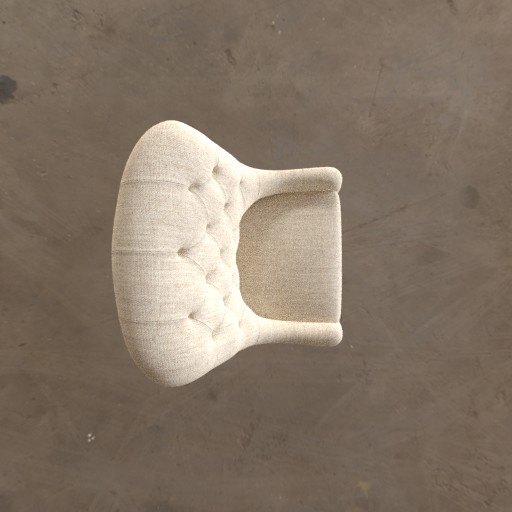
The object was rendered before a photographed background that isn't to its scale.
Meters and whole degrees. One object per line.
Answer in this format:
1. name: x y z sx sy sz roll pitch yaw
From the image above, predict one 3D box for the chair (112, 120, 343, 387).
1. chair: 0.000 0.000 1.482 0.629 1.091 0.634 0 89 0
